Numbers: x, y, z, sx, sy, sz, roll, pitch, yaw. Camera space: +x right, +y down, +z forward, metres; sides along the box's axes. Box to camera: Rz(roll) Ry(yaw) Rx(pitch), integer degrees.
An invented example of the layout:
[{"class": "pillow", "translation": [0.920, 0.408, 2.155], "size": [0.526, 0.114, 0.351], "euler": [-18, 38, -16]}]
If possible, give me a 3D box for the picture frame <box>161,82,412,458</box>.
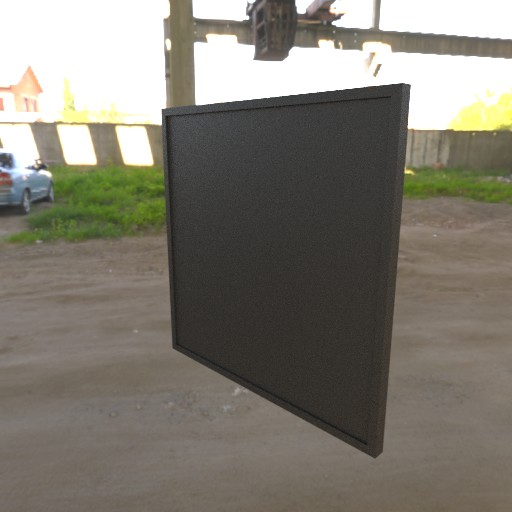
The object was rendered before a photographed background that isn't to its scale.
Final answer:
[{"class": "picture frame", "translation": [0.000, 0.000, 1.157], "size": [0.032, 0.775, 0.775], "euler": [-13, 19, -43]}]
